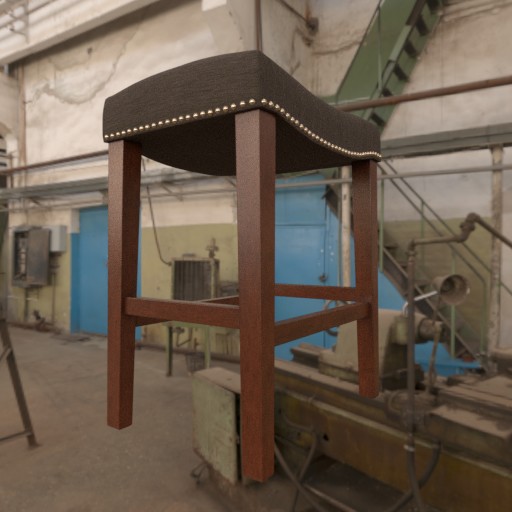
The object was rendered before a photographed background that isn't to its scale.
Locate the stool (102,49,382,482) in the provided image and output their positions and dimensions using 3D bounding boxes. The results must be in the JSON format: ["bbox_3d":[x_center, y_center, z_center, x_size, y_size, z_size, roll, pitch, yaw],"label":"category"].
[{"bbox_3d":[0.000,0.000,0.938,0.372,0.654,0.504,0,1,35],"label":"stool"}]
